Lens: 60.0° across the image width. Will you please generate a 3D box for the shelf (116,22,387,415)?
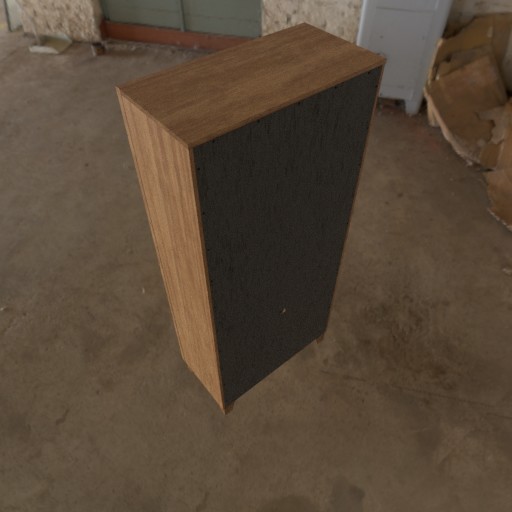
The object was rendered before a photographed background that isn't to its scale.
[{"bbox_3d":[0.000,0.000,2.264,0.864,1.930,0.453,-31,55,-25],"label":"shelf"}]
